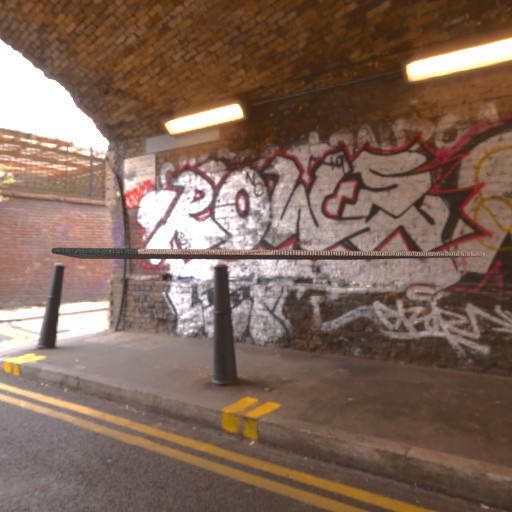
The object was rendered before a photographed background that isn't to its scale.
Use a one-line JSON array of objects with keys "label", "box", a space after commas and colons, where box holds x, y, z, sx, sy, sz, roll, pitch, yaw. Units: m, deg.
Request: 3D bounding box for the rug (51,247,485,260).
[{"label": "rug", "box": [0.000, 0.000, 2.365, 1.847, 0.020, 1.238, 0, -1, -17]}]
